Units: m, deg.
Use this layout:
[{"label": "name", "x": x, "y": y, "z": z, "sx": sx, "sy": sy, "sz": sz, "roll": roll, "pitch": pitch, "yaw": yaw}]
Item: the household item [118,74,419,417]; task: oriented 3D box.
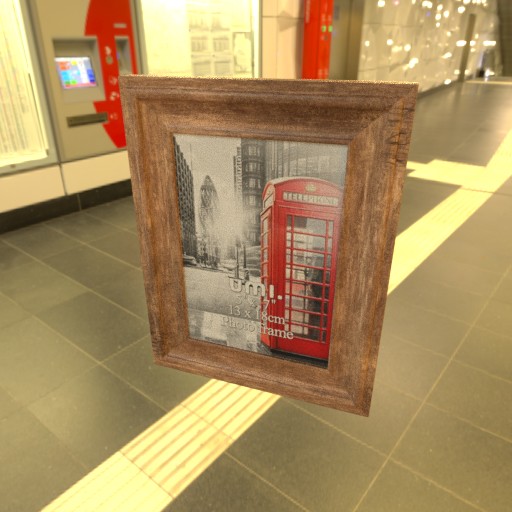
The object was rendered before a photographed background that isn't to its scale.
[{"label": "household item", "x": 0.000, "y": 0.000, "z": 0.318, "sx": 0.186, "sy": 0.237, "sz": 0.018, "roll": 9, "pitch": 27, "yaw": 17}]
